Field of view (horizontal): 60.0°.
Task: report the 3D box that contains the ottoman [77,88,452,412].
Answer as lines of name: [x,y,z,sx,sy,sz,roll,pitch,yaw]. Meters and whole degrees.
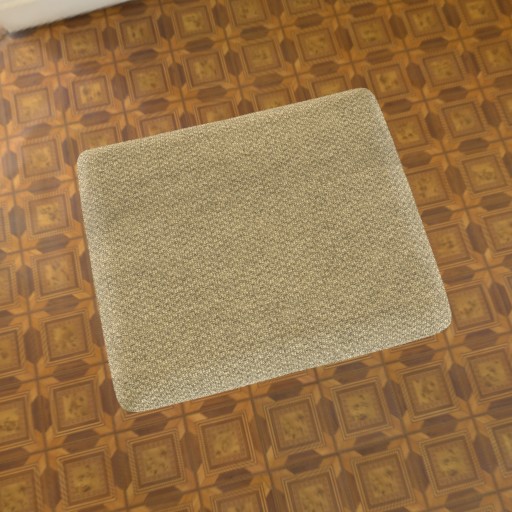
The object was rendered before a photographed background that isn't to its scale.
ottoman: [0.000,0.000,1.136,0.751,0.476,0.603,-14,77,-3]
